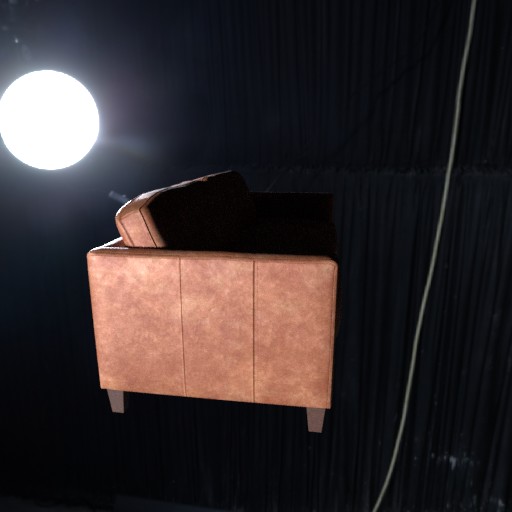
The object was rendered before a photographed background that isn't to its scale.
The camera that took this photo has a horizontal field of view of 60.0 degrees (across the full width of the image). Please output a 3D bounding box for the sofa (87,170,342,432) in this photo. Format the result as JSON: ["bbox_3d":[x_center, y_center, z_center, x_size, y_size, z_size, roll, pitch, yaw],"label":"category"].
[{"bbox_3d":[0.000,0.000,2.489,0.923,0.863,1.971,2,15,9],"label":"sofa"}]
